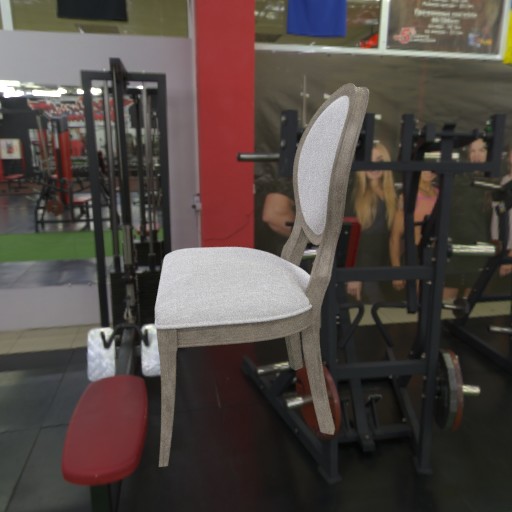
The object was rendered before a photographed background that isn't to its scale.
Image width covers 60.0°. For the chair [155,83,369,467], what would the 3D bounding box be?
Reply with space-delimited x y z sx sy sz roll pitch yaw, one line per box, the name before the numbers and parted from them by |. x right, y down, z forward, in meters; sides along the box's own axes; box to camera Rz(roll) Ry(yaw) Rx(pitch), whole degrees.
chair | 0.000 0.000 1.344 0.602 0.990 0.558 -2 15 -9
